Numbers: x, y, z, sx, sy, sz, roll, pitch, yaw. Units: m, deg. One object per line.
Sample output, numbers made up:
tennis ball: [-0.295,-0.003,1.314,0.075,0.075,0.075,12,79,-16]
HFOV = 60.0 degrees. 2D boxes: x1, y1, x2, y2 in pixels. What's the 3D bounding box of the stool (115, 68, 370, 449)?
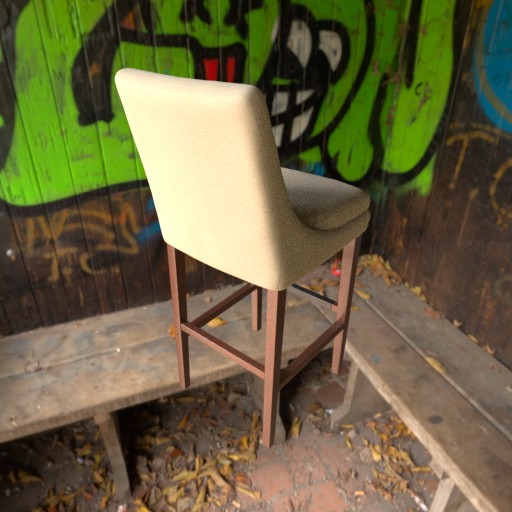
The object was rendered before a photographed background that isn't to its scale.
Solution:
stool: [0.000,0.000,1.349,0.470,1.078,0.577,22,37,33]
